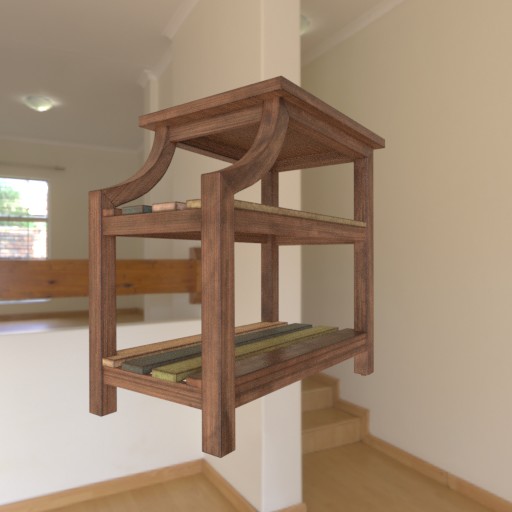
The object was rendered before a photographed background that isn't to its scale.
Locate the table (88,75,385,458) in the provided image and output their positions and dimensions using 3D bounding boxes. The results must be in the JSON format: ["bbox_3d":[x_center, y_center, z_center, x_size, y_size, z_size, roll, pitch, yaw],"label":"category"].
[{"bbox_3d":[0.000,0.000,0.963,0.356,0.584,0.609,0,0,36],"label":"table"}]
